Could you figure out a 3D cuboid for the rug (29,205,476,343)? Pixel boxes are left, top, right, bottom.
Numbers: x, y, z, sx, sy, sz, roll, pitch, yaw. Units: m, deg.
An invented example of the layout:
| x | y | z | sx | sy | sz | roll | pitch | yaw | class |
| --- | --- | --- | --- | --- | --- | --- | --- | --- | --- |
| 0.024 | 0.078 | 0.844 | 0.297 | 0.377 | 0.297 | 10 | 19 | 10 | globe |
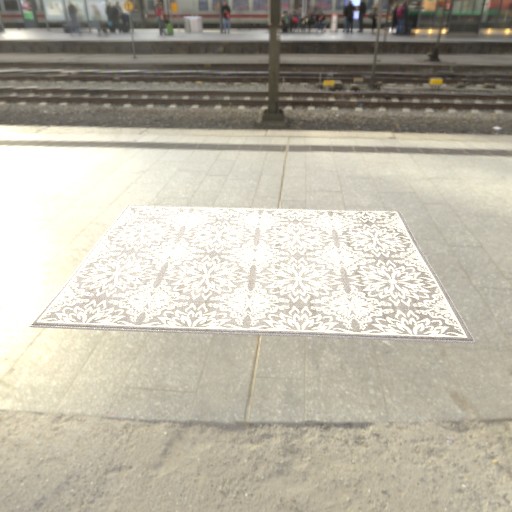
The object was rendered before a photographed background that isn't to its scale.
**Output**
| x | y | z | sx | sy | sz | roll | pitch | yaw | class |
| --- | --- | --- | --- | --- | --- | --- | --- | --- | --- |
| 0.000 | 0.000 | 2.887 | 2.213 | 0.014 | 1.608 | 2 | 29 | 3 | rug |
